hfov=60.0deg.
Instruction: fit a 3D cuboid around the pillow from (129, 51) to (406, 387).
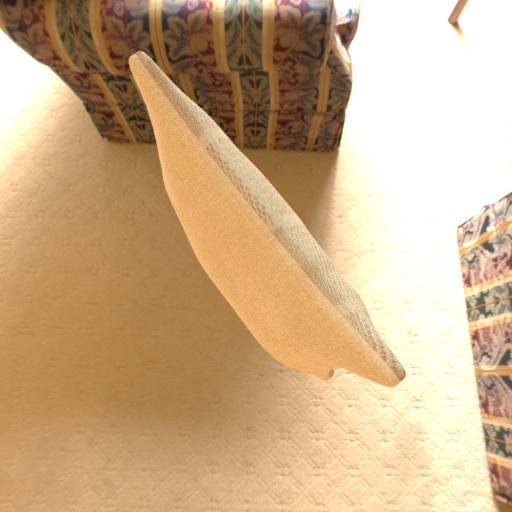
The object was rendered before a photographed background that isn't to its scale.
[{"bbox_3d":[0.000,0.000,0.643,0.138,0.432,0.436,-36,78,-9],"label":"pillow"}]
